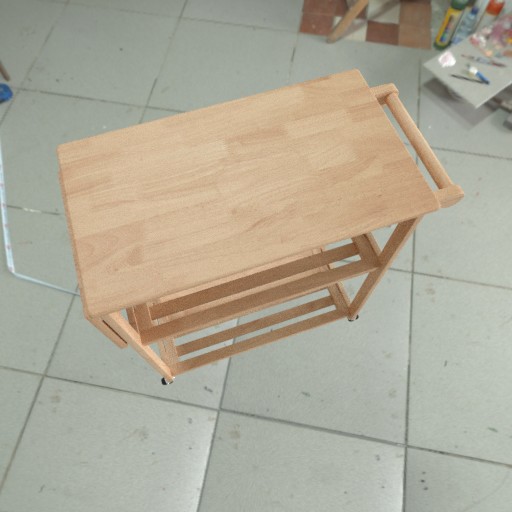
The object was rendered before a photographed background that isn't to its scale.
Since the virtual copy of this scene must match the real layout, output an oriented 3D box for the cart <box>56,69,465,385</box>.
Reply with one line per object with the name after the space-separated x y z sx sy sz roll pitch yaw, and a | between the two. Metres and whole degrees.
0.000 0.000 1.373 0.853 0.879 0.432 -17 66 -8 | cart
